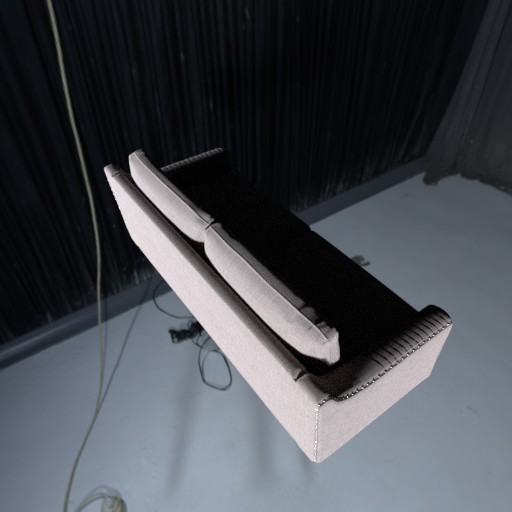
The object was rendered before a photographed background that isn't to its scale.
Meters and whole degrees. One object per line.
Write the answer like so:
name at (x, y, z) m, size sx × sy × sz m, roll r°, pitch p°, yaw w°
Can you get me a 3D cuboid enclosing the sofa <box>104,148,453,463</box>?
sofa at (0.000, 0.000, 2.796) m, size 1.000 × 0.857 × 2.208 m, roll -26°, pitch 49°, yaw -26°
